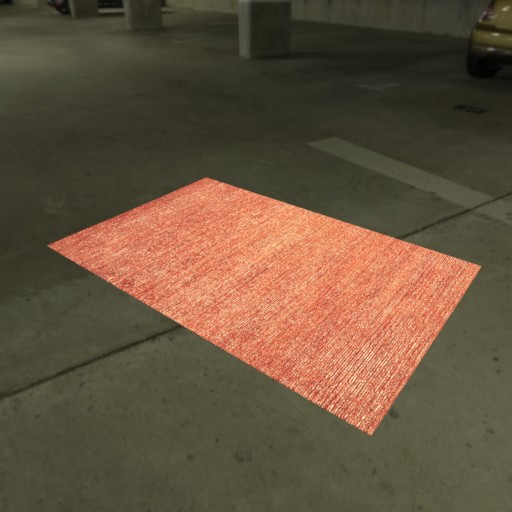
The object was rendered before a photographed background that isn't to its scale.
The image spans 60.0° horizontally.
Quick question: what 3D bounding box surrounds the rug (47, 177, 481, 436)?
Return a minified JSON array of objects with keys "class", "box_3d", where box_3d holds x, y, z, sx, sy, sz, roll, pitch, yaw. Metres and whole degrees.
[{"class":"rug","box_3d":[0.000,0.000,2.119,1.747,0.011,1.139,23,38,32]}]
